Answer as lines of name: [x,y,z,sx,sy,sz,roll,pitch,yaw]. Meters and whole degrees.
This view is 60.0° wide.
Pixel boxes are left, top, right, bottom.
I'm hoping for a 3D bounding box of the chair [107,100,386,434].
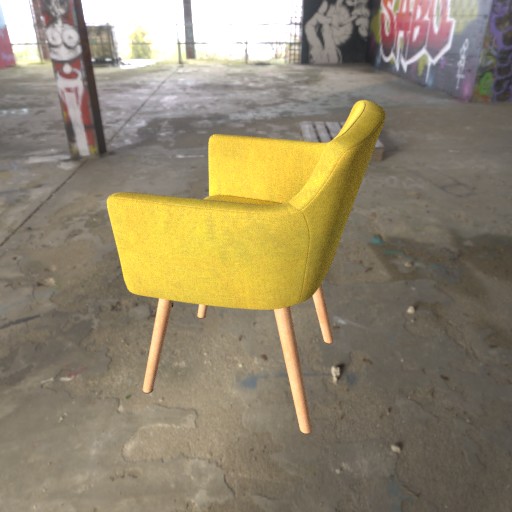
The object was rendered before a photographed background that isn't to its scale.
chair: [0.000,0.000,1.186,0.570,0.780,0.570,9,30,15]
